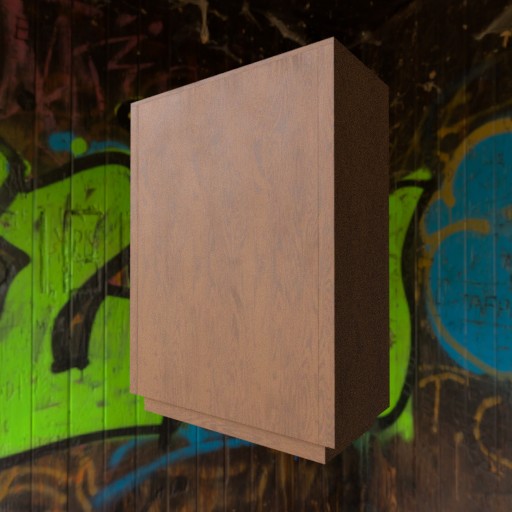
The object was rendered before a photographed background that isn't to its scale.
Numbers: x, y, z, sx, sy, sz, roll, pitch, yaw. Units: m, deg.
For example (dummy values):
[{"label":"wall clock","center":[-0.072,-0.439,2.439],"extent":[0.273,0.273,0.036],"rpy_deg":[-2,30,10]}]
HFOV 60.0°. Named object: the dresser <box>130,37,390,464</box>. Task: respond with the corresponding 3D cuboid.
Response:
[{"label":"dresser","center":[0.000,0.000,1.830],"extent":[0.964,1.320,0.516],"rpy_deg":[-1,-1,36]}]
